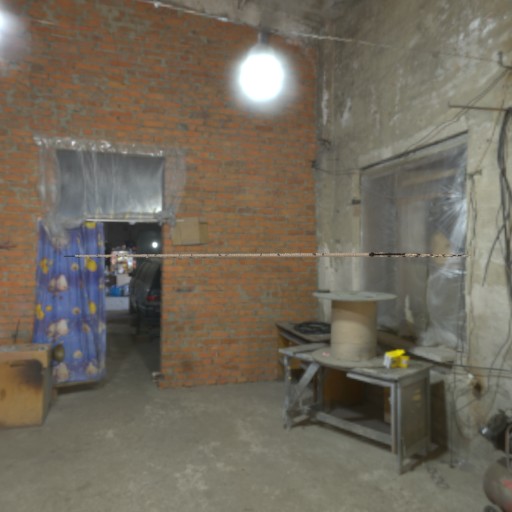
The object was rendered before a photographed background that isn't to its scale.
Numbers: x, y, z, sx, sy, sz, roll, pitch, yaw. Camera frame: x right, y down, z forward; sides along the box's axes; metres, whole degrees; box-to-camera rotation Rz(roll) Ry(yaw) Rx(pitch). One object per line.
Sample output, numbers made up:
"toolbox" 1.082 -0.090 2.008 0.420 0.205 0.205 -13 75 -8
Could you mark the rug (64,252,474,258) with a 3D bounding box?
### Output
"rug" 0.000 0.000 3.337 2.755 0.021 1.524 0 0 37
